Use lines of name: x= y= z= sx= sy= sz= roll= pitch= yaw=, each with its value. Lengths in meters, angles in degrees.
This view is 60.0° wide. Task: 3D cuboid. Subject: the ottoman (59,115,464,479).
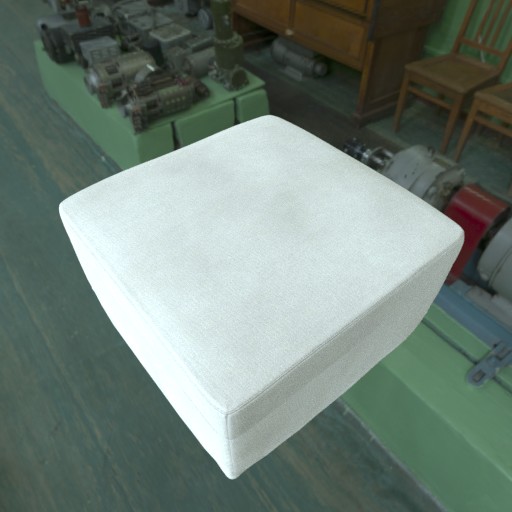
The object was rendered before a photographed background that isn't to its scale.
ottoman: x=0.000 y=0.000 z=1.342 sx=0.842 sy=0.441 sz=0.843 roll=-31 pitch=53 yaw=-26
